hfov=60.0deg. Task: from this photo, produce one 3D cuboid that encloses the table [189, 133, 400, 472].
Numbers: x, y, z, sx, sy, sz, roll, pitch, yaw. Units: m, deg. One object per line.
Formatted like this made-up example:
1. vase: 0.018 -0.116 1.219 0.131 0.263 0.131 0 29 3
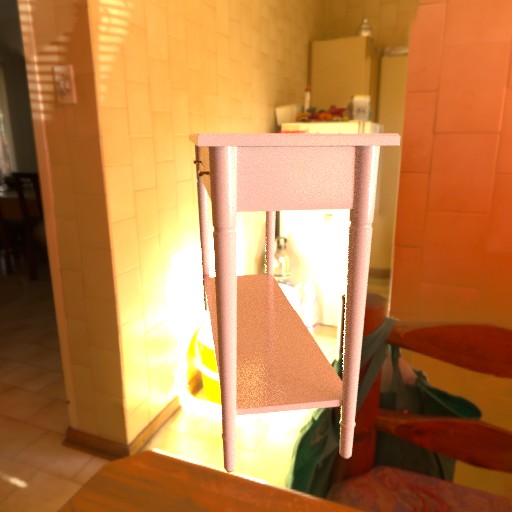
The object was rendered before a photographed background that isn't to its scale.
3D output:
1. table: 0.000 0.000 1.413 0.381 0.749 1.067 -2 15 -9
